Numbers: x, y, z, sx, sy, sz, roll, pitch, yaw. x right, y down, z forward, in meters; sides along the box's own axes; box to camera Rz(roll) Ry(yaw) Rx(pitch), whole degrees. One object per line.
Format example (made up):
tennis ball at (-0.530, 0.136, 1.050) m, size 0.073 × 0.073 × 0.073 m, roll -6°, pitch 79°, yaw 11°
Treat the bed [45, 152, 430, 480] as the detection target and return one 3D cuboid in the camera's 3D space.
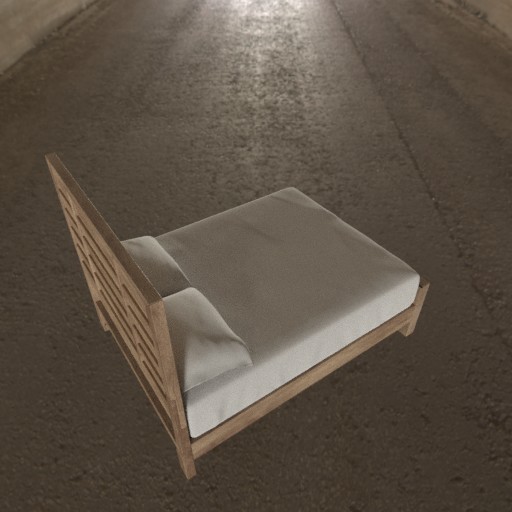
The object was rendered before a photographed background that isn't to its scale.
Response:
bed at (0.000, 0.000, 3.341) m, size 2.197 × 1.626 × 1.626 m, roll -24°, pitch 45°, yaw -26°
